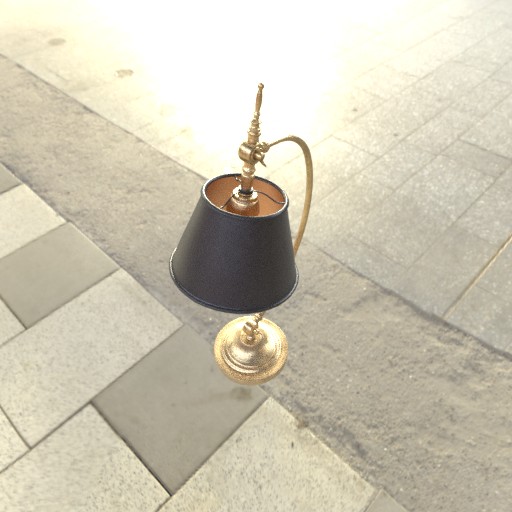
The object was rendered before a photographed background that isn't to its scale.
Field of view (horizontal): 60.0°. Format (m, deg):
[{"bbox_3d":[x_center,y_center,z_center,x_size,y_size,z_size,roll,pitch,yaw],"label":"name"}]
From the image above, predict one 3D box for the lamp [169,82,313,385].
[{"bbox_3d":[0.000,0.000,0.843,0.235,0.675,0.344,33,55,27],"label":"lamp"}]
